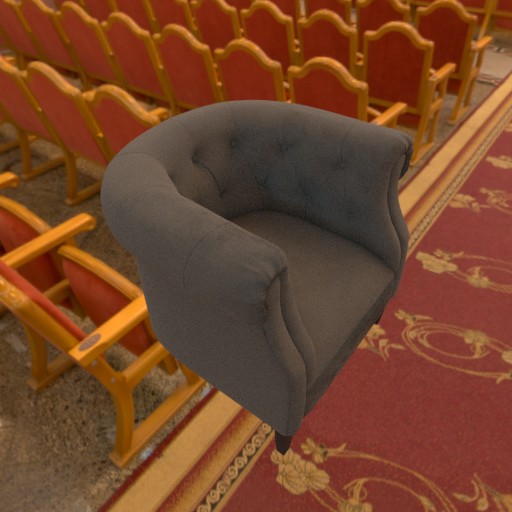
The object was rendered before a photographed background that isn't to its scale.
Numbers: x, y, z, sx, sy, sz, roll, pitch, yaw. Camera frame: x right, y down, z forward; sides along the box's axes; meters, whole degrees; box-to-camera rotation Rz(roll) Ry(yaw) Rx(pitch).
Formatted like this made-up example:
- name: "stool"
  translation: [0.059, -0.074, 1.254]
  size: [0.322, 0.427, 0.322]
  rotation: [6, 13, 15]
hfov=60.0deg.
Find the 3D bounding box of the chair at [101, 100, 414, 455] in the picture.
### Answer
- name: "chair"
  translation: [0.000, 0.000, 1.566]
  size: [0.851, 0.826, 0.904]
  rotation: [27, 48, 27]
